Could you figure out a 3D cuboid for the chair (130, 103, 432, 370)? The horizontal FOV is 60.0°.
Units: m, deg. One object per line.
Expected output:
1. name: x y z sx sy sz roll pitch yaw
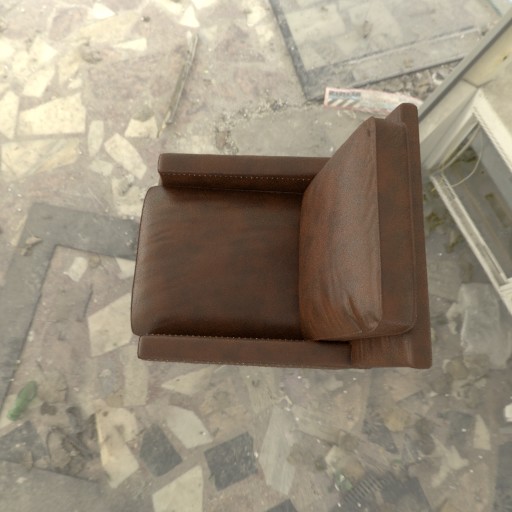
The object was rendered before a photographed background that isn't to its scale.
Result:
1. chair: 0.000 0.000 1.785 1.035 1.054 0.854 2 75 1
